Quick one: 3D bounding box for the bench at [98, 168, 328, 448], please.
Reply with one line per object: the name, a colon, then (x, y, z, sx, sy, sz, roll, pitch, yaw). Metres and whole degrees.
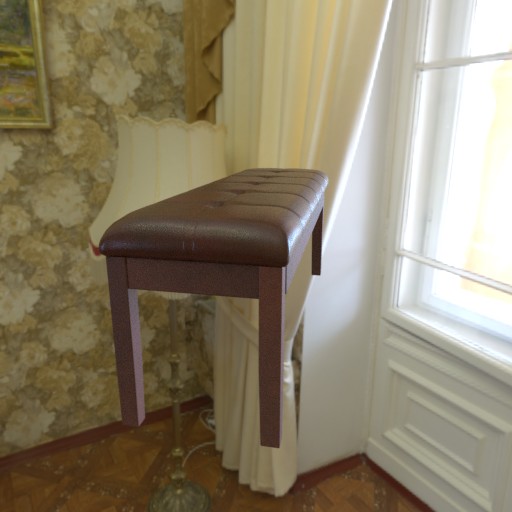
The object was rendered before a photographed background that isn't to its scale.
bench: (0.000, 0.000, 1.491, 0.401, 0.491, 1.259, 3, 16, 12)
